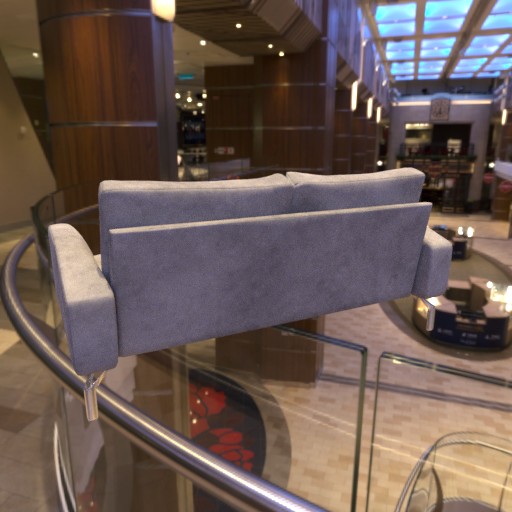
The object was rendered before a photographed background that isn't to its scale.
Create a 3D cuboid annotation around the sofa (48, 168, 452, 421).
[{"bbox_3d":[0.000,0.000,2.224,1.837,0.859,0.849,-7,16,-26],"label":"sofa"}]
